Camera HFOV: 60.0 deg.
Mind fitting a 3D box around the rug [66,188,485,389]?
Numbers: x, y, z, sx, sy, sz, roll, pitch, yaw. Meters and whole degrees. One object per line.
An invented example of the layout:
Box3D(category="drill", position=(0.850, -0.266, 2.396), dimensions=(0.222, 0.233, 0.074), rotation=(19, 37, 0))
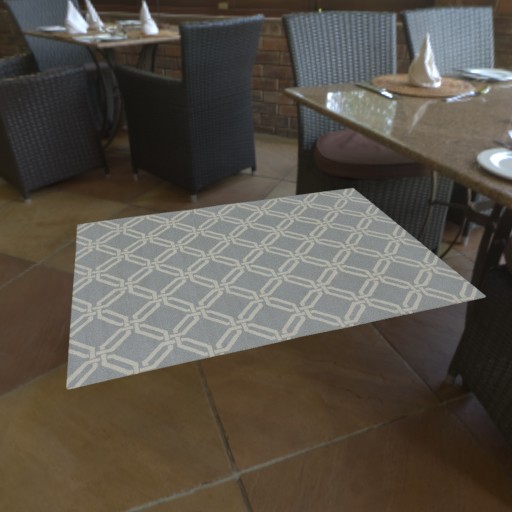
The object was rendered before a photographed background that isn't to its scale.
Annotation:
Box3D(category="rug", position=(0.000, 0.000, 2.729), dimensions=(2.133, 0.013, 1.522), rotation=(-9, 33, -15))
